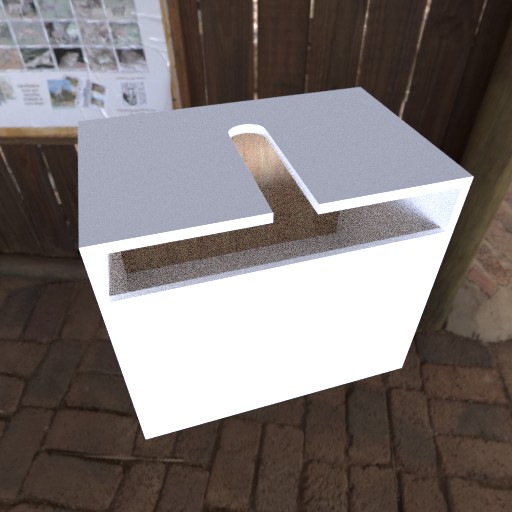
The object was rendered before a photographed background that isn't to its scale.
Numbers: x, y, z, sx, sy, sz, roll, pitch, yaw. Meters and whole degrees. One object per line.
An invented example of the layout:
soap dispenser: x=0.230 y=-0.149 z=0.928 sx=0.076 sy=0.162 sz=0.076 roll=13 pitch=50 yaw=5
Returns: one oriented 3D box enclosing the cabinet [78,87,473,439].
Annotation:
cabinet: x=0.000 y=0.000 z=0.953 sx=0.600 sy=0.522 sz=0.400 roll=-11 pitch=43 yaw=-13
